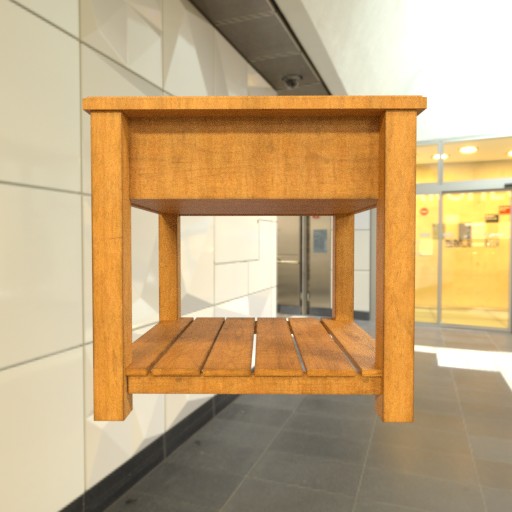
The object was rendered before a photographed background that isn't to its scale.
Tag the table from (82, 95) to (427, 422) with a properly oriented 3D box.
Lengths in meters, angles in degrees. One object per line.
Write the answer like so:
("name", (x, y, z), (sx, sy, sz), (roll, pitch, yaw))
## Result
("table", (0.000, 0.000, 1.105), (0.616, 0.593, 0.612), (0, 2, 1))
